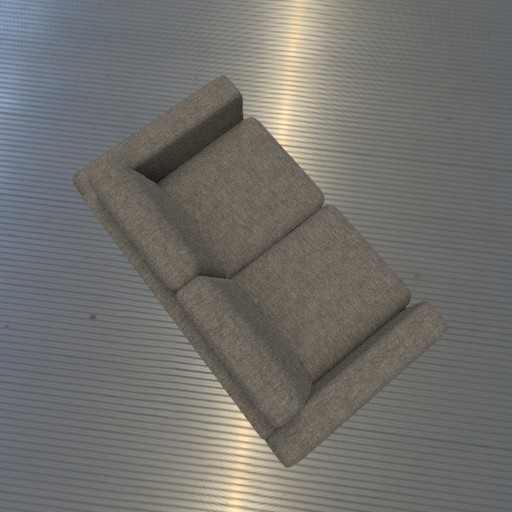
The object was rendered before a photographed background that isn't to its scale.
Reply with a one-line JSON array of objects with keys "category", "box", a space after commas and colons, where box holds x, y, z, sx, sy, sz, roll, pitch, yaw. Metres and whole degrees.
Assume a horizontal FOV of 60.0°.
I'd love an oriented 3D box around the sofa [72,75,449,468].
[{"category": "sofa", "box": [0.000, 0.000, 2.005, 0.900, 0.800, 1.520, -38, 78, -9]}]
